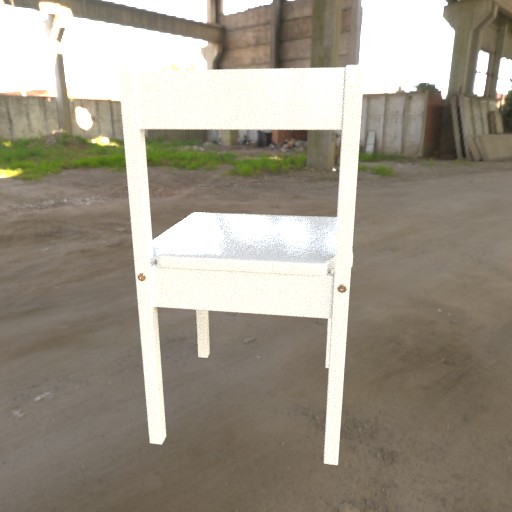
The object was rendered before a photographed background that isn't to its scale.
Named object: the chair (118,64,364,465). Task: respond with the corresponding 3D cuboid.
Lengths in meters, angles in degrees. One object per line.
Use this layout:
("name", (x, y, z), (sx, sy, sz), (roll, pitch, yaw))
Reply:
("chair", (0.000, 0.000, 0.893), (0.367, 0.668, 0.361), (3, 17, 9))
